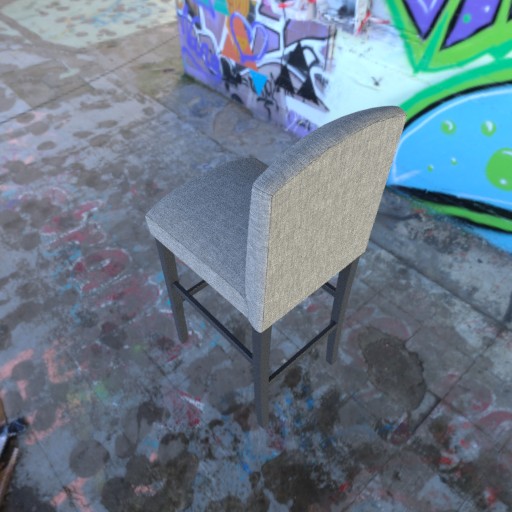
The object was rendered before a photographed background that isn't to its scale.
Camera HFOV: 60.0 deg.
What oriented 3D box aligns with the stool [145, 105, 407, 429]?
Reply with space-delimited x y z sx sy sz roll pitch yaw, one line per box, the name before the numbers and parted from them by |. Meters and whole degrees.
stool | 0.000 0.000 1.425 0.451 1.138 0.552 -34 55 -28
